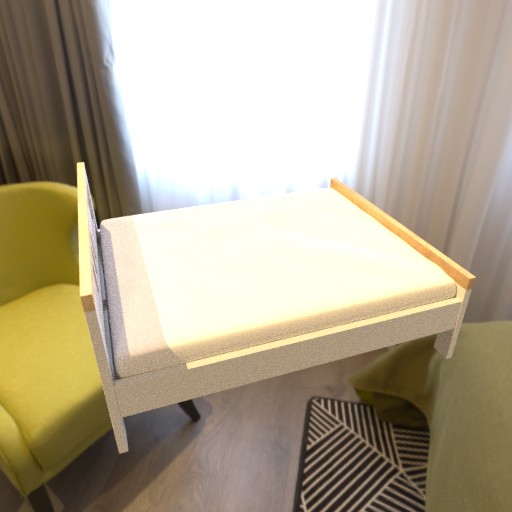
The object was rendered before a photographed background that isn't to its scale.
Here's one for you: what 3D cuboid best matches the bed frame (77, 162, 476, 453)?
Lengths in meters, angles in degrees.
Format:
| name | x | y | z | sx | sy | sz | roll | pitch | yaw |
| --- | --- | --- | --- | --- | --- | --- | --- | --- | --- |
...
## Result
| name | x | y | z | sx | sy | sz | roll | pitch | yaw |
| --- | --- | --- | --- | --- | --- | --- | --- | --- | --- |
| bed frame | 0.000 | 0.000 | 2.951 | 2.050 | 0.980 | 1.670 | -10 | 32 | -17 |
